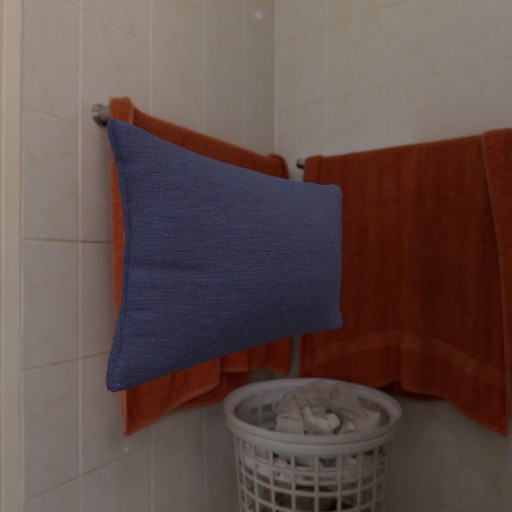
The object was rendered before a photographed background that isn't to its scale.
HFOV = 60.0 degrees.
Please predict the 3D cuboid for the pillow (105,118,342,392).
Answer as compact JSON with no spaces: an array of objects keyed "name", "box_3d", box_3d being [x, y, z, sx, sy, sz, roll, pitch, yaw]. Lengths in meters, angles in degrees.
[{"name":"pillow","box_3d":[0.000,0.000,0.799,0.210,0.338,0.633,0,0,36]}]
